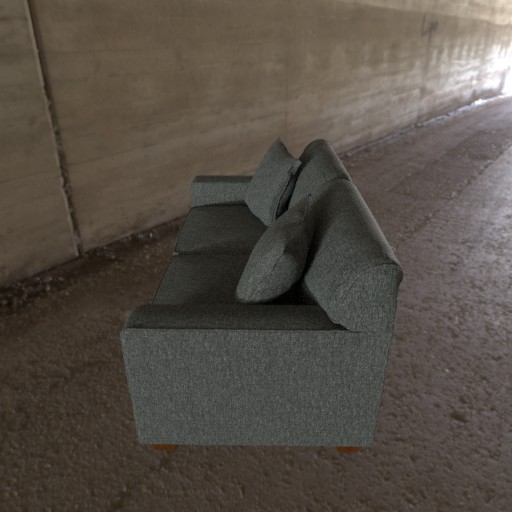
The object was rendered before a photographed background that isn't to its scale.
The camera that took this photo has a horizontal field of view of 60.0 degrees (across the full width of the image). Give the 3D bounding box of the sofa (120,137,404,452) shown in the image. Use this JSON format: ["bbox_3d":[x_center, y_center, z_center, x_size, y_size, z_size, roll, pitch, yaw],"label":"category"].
[{"bbox_3d":[0.000,0.000,2.413,0.998,0.958,1.846,0,27,1],"label":"sofa"}]
